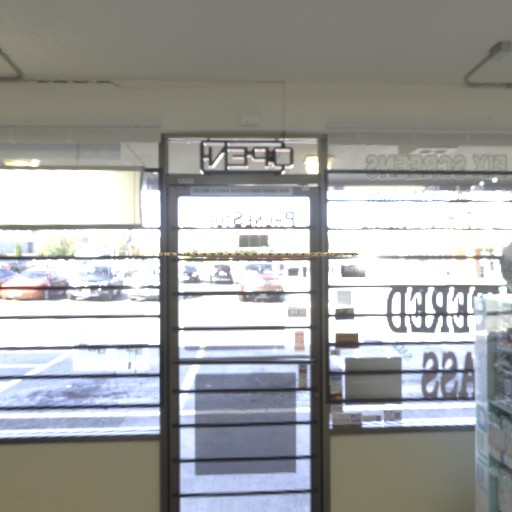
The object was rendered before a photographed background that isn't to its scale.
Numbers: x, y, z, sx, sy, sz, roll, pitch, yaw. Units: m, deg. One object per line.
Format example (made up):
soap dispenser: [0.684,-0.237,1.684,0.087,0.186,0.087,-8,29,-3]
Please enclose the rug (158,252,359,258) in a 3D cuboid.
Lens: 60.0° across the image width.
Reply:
rug: [0.000,0.000,2.672,0.695,0.017,2.455,0,0,0]
